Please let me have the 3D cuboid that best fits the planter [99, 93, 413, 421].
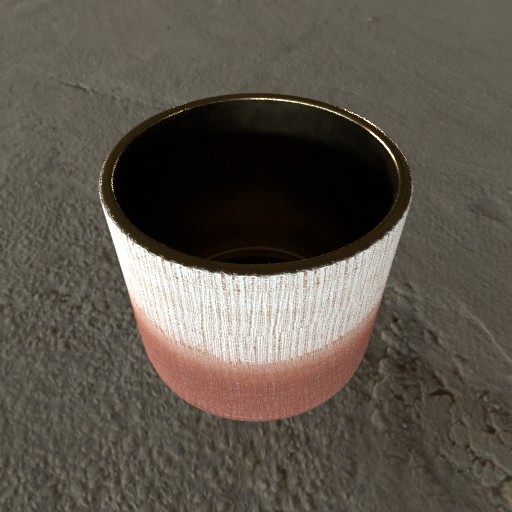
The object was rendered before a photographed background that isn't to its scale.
[{"bbox_3d":[0.000,0.000,0.439,0.254,0.221,0.254,0,46,0],"label":"planter"}]
